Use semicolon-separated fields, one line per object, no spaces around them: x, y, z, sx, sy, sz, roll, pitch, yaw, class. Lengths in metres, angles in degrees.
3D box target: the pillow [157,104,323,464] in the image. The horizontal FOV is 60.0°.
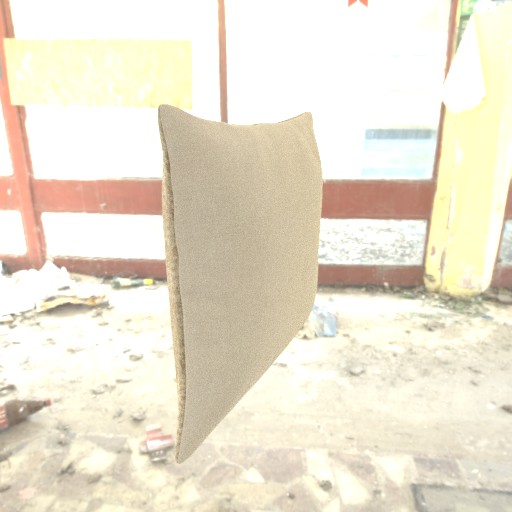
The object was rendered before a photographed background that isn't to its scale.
0.000;0.000;0.807;0.166;0.510;0.523;8;19;25;pillow
